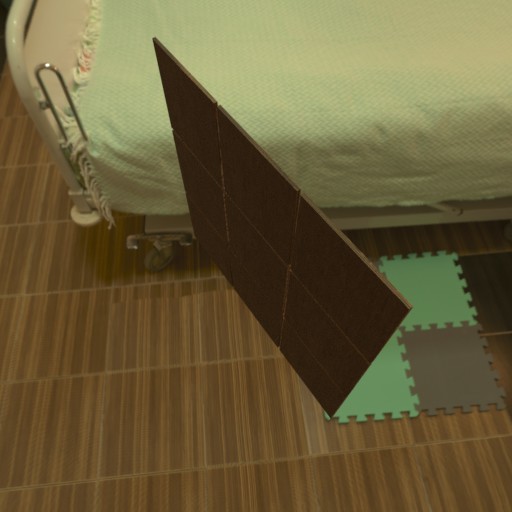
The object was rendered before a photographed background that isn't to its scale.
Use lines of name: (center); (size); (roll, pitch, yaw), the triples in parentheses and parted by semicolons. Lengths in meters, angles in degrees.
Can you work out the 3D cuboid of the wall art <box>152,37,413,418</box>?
wall art: (0.000, 0.000, 1.764); (0.013, 1.213, 1.215); (-31, 64, -17)
